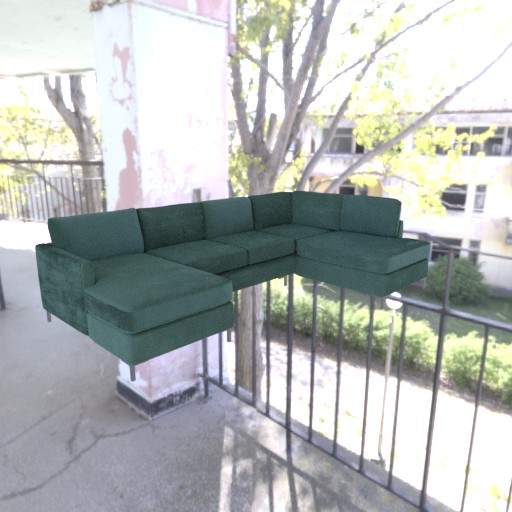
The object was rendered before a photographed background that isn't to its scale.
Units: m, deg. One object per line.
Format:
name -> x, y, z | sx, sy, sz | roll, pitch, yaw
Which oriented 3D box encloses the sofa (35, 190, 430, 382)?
sofa -> 0.000, 0.000, 4.374 | 2.055, 0.992, 3.434 | 13, 19, 43
